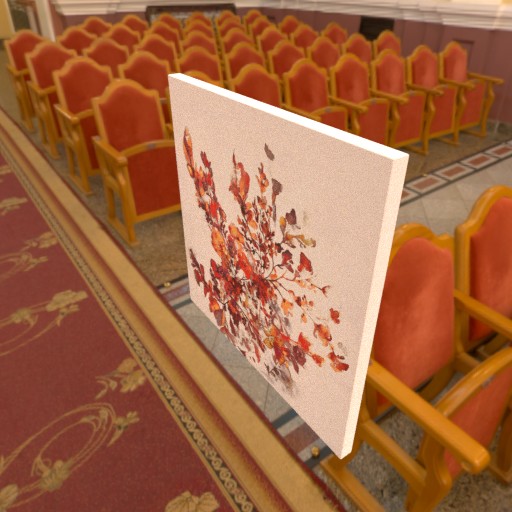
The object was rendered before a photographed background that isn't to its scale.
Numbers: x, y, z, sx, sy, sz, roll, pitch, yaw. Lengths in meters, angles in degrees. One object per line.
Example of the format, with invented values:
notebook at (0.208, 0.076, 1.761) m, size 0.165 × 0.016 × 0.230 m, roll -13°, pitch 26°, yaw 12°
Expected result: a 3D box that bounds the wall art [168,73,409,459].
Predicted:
wall art at (0.000, 0.000, 1.129) m, size 0.037 × 0.757 × 0.757 m, roll -21°, pitch 39°, yaw -29°
